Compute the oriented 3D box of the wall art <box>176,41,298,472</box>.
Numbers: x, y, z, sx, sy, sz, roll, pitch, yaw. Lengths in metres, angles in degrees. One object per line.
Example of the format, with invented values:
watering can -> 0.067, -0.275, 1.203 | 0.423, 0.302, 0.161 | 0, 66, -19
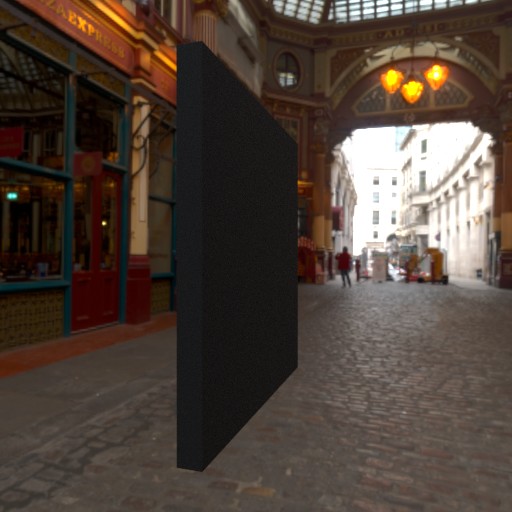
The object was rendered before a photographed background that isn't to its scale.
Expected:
wall art -> 0.000, 0.000, 0.695 | 0.030, 0.458, 0.462 | 0, 0, 18
